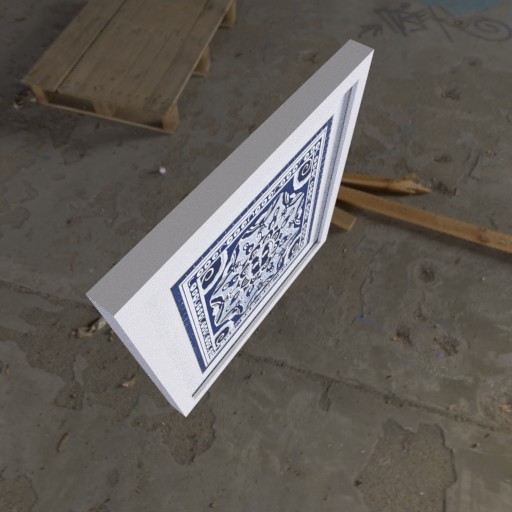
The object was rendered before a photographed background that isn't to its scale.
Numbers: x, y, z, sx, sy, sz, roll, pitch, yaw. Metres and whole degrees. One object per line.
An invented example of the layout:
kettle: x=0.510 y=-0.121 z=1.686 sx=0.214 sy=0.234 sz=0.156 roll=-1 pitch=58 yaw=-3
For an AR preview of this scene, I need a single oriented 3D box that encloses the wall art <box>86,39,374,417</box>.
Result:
wall art: x=0.000 y=0.000 z=0.525 sx=0.027 sy=0.355 sz=0.355 roll=33 pitch=65 yaw=18
